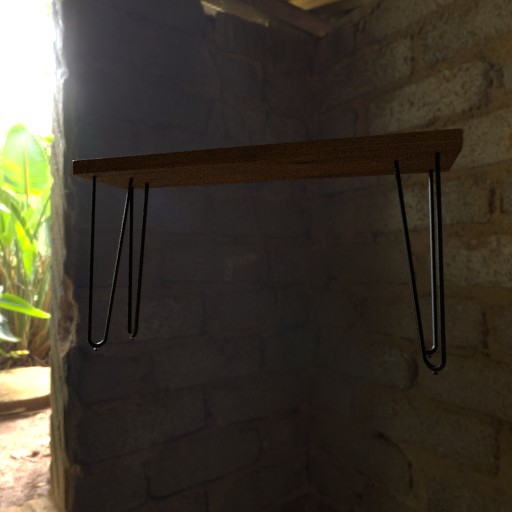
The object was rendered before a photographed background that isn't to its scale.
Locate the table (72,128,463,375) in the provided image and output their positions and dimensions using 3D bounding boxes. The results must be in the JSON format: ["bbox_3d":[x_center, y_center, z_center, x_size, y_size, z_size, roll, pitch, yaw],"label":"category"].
[{"bbox_3d":[0.000,0.000,1.892,1.570,0.834,0.425,0,-1,17],"label":"table"}]
